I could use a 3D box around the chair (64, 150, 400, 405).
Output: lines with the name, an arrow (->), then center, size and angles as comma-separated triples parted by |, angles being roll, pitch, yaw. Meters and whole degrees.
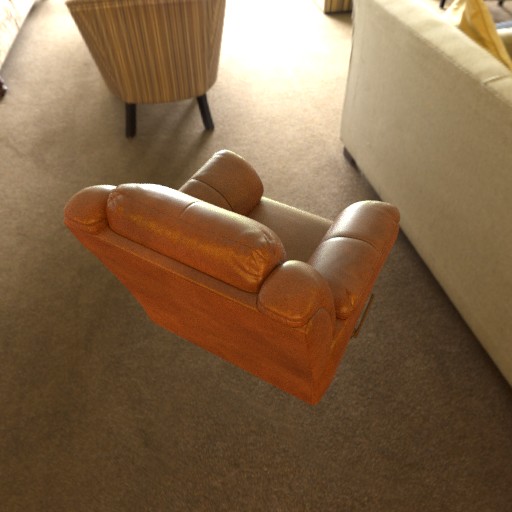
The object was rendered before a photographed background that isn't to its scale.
chair -> 0.000, 0.000, 1.914 | 0.990, 1.093, 1.041 | 23, 50, 20
